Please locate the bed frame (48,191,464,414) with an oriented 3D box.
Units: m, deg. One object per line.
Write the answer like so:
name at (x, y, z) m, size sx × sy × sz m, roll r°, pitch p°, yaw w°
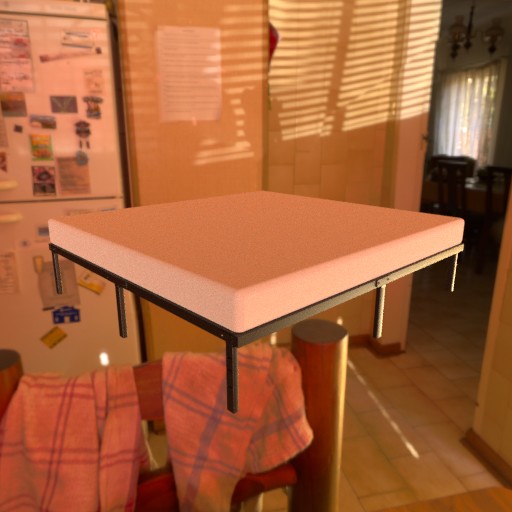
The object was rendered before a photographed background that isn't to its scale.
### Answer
bed frame at (0.000, 0.000, 3.906) m, size 2.635 × 0.680 × 2.526 m, roll -15°, pitch 22°, yaw -41°
